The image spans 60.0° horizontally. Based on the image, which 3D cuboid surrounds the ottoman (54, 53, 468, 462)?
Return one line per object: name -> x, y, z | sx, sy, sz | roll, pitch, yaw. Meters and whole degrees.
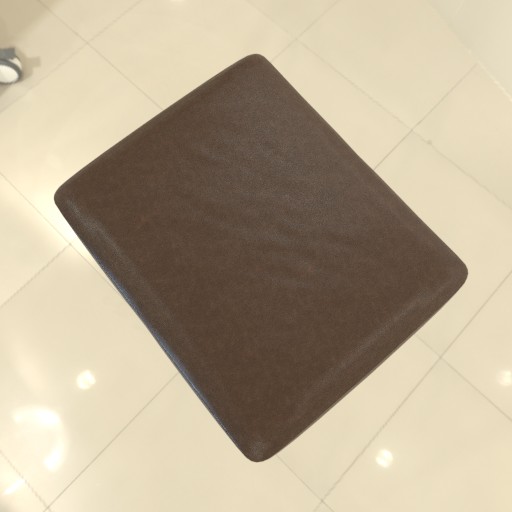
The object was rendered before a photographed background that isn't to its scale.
ottoman -> 0.000, 0.000, 1.107 | 0.603, 0.476, 0.751 | -38, 79, -9
